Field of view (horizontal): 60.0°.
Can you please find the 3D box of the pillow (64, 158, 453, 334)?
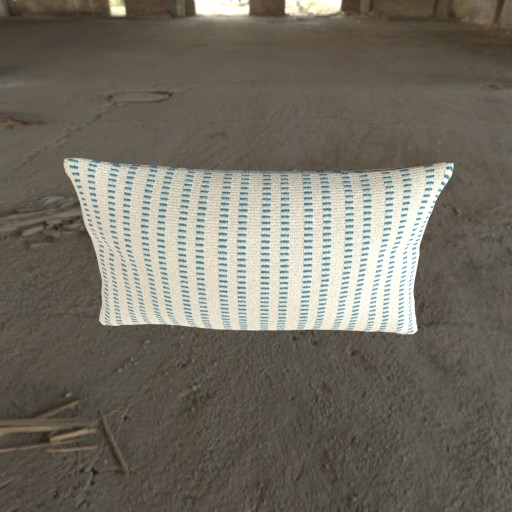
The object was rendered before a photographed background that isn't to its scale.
[{"bbox_3d":[0.000,0.000,0.797,0.640,0.353,0.210,1,31,2],"label":"pillow"}]
